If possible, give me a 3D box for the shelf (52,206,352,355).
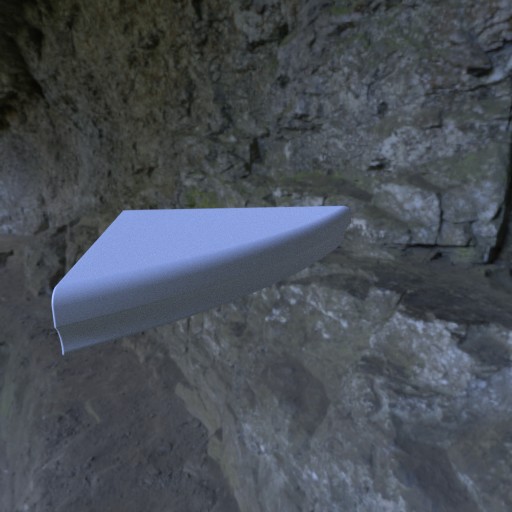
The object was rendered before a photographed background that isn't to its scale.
[{"bbox_3d":[0.000,0.000,0.460,0.310,0.050,0.310,-2,16,-7],"label":"shelf"}]
